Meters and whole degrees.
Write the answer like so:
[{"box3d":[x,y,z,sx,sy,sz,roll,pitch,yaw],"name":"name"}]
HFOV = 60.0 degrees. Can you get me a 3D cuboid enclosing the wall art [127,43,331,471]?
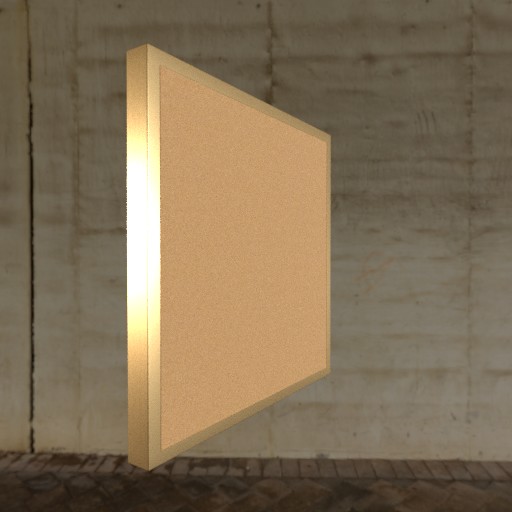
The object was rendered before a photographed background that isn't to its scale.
[{"box3d":[0.000,0.000,0.448,0.023,0.305,0.305,0,1,34],"name":"wall art"}]
